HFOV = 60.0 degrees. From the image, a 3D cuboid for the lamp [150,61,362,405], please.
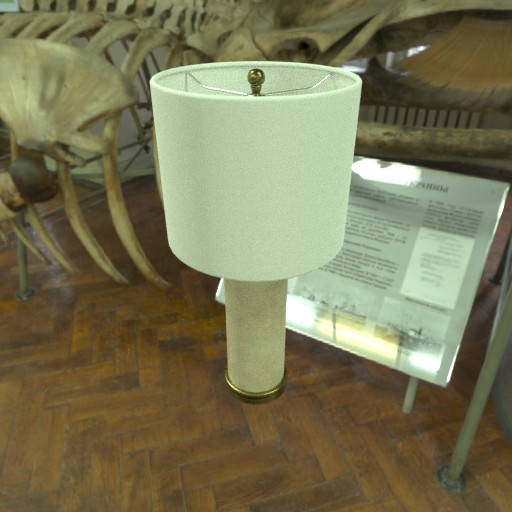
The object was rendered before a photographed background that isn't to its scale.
[{"bbox_3d":[0.000,0.000,0.806,0.305,0.634,0.305,0,31,-1],"label":"lamp"}]
